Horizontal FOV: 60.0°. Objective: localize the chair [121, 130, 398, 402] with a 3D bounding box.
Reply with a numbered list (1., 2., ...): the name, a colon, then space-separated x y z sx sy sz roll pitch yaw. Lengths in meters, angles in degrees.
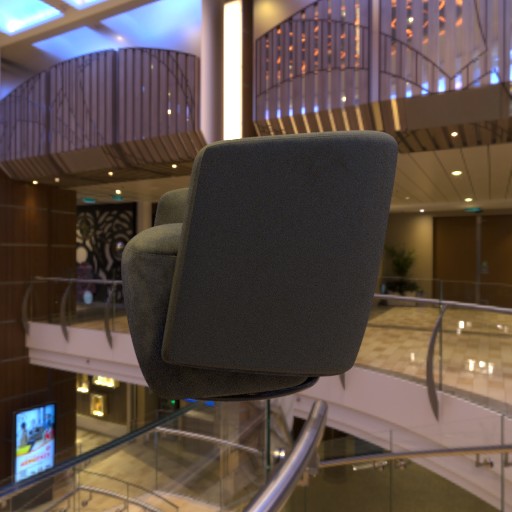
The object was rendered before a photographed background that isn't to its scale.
1. chair: 0.000 0.000 1.325 0.767 0.698 0.773 0 0 -18
